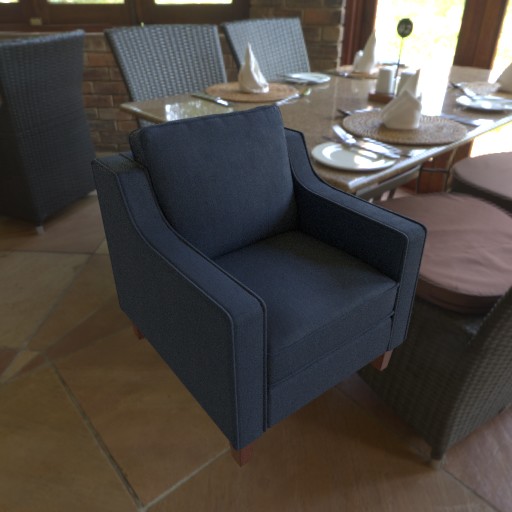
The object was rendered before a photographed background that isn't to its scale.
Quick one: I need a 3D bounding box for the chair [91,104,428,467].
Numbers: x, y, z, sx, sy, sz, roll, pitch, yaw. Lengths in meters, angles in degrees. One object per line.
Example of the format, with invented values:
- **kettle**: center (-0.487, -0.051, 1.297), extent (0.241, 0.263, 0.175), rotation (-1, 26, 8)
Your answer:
- **chair**: center (0.000, 0.000, 1.684), extent (0.831, 0.960, 0.909), rotation (-21, 37, -31)
